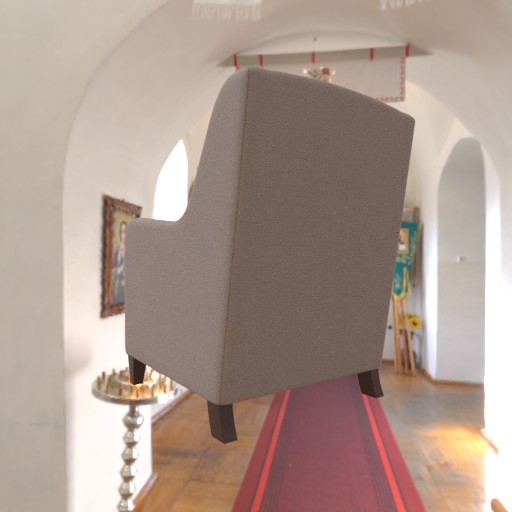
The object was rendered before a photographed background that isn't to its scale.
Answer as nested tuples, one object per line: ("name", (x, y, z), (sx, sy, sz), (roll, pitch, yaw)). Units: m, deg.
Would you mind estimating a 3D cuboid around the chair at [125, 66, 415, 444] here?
("chair", (0.000, 0.000, 1.657), (0.715, 1.017, 0.896), (0, 0, -37))
